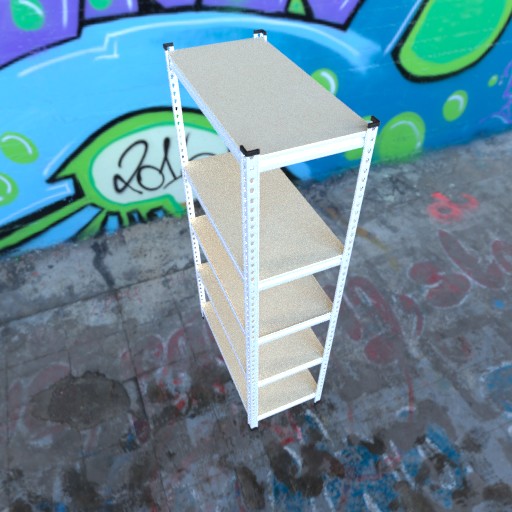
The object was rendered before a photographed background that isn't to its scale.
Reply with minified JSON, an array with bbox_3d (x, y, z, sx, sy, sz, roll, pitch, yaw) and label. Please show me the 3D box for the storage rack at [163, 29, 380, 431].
[{"bbox_3d":[0.000,0.000,2.251,0.457,1.829,0.914,-17,47,-16],"label":"storage rack"}]
